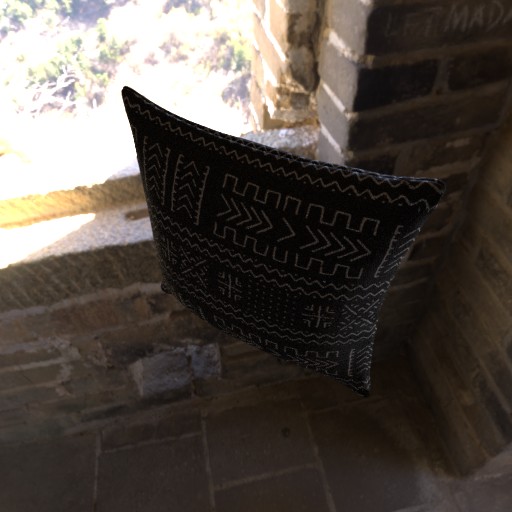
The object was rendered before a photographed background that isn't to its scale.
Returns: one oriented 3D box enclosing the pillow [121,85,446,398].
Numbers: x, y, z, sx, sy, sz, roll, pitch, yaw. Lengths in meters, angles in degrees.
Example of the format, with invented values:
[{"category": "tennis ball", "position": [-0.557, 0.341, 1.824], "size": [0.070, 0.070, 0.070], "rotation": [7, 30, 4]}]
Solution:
[{"category": "pillow", "position": [0.000, 0.000, 0.662], "size": [0.438, 0.430, 0.164], "rotation": [24, 50, 22]}]
